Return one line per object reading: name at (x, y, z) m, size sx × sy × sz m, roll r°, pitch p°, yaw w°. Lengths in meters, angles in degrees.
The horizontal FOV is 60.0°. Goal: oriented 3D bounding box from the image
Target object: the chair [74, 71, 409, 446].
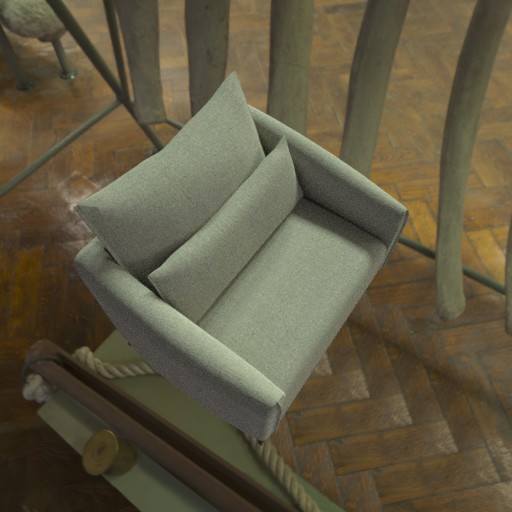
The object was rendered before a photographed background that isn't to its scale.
chair at (0.000, 0.000, 1.670) m, size 0.801 × 0.856 × 1.029 m, roll 31°, pitch 63°, yaw 18°
